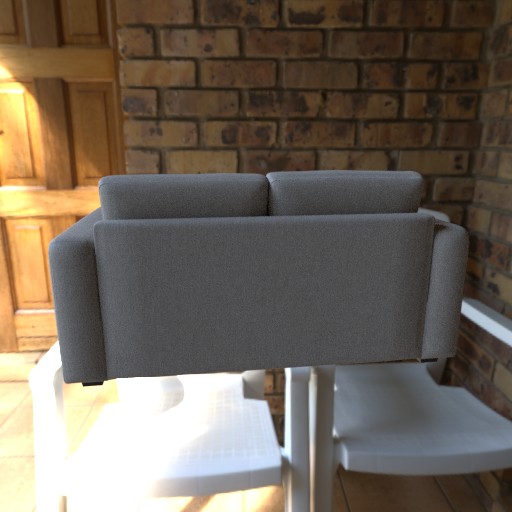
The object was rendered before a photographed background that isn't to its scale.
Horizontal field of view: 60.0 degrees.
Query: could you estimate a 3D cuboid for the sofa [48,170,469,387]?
[{"bbox_3d":[0.000,0.000,2.024,1.540,0.800,0.900,-2,15,-8],"label":"sofa"}]
